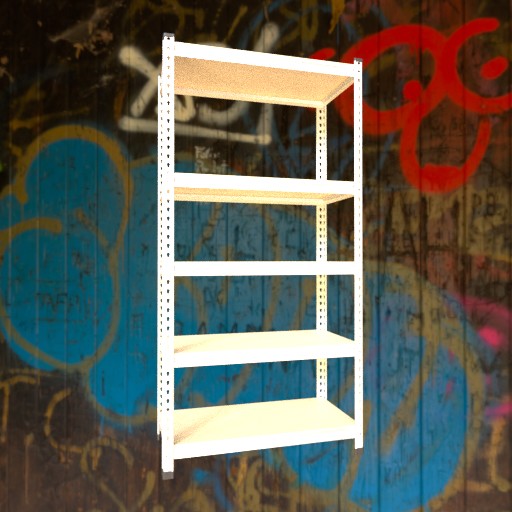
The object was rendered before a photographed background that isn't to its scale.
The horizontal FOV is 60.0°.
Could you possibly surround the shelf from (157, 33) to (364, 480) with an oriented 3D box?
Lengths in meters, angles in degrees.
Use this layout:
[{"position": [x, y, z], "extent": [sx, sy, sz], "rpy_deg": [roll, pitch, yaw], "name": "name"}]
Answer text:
[{"position": [0.000, 0.000, 2.151], "extent": [0.914, 1.829, 0.457], "rpy_deg": [0, -1, -15], "name": "shelf"}]
